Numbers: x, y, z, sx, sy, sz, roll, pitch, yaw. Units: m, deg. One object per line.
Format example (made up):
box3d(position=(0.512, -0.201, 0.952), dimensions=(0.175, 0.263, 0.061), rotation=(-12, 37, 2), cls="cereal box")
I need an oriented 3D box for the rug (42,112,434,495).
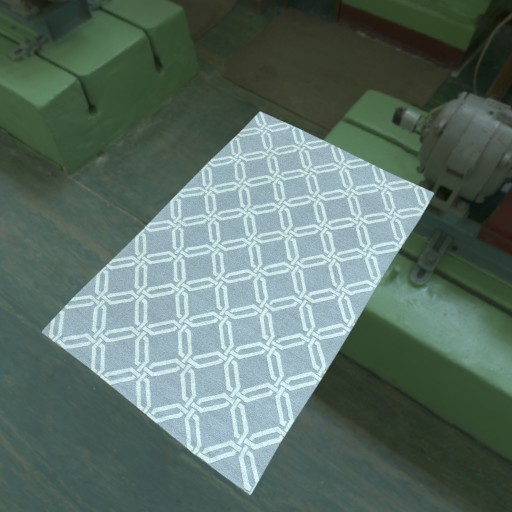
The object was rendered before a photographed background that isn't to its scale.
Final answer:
box3d(position=(0.000, 0.000, 2.182), dimensions=(1.148, 0.010, 1.754), rotation=(30, 63, 17), cls="rug")
